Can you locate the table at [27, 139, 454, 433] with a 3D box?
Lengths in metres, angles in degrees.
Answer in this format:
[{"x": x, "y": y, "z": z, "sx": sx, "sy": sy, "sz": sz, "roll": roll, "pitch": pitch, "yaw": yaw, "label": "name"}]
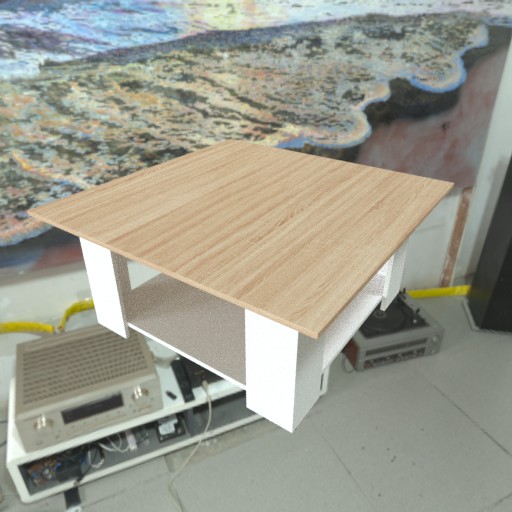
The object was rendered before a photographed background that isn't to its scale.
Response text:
[{"x": 0.000, "y": 0.000, "z": 1.049, "sx": 0.670, "sy": 0.305, "sz": 0.670, "roll": 19, "pitch": 35, "yaw": 30, "label": "table"}]
